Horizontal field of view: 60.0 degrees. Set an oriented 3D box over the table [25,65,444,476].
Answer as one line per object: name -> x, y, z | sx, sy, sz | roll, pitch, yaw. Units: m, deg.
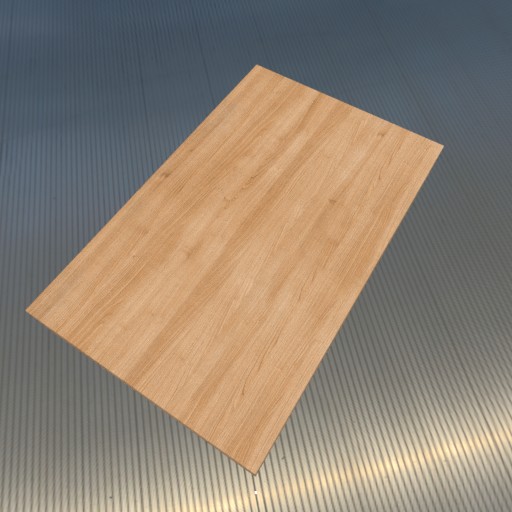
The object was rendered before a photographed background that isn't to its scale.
table -> 0.000, 0.000, 1.456 | 0.700, 0.440, 1.100 | 29, 66, 15
